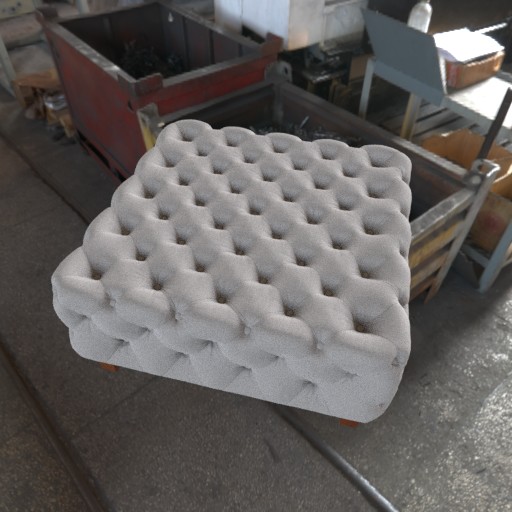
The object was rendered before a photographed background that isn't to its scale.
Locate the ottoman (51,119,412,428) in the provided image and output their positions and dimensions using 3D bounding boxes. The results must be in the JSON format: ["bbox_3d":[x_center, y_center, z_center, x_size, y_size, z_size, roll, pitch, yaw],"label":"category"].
[{"bbox_3d":[0.000,0.000,1.197,0.764,0.365,0.758,10,46,10],"label":"ottoman"}]
